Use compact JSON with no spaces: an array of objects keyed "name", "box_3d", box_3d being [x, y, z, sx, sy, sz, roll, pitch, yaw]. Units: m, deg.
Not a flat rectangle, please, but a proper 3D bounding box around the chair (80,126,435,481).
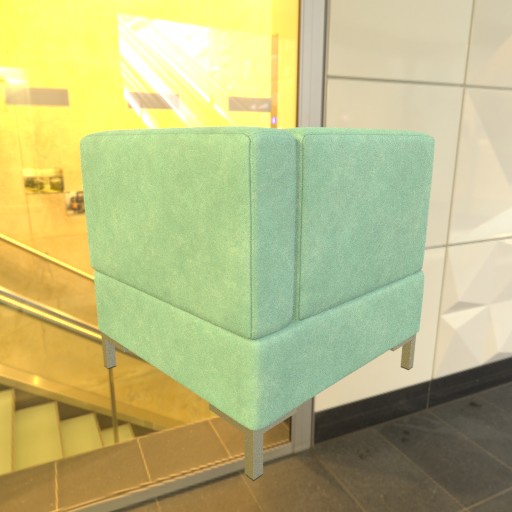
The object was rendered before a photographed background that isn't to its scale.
[{"name":"chair","box_3d":[0.000,0.000,1.207,0.680,0.660,0.680,-14,20,-42]}]
